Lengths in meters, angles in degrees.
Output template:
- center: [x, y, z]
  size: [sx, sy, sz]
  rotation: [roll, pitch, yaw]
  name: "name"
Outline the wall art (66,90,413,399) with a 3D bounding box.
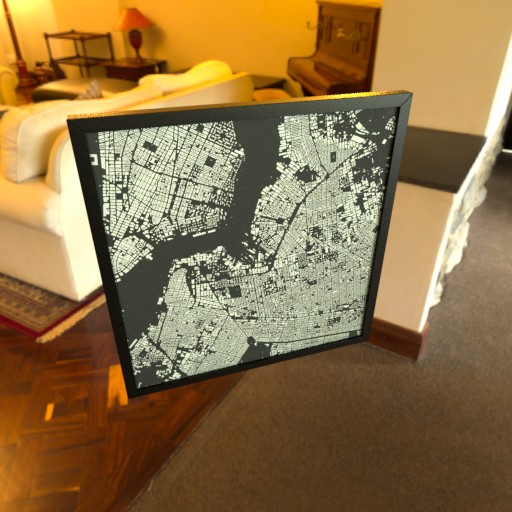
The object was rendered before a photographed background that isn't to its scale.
- center: [0.000, 0.000, 1.137]
  size: [0.755, 0.761, 0.038]
  rotation: [-10, 33, -16]
  name: "wall art"
